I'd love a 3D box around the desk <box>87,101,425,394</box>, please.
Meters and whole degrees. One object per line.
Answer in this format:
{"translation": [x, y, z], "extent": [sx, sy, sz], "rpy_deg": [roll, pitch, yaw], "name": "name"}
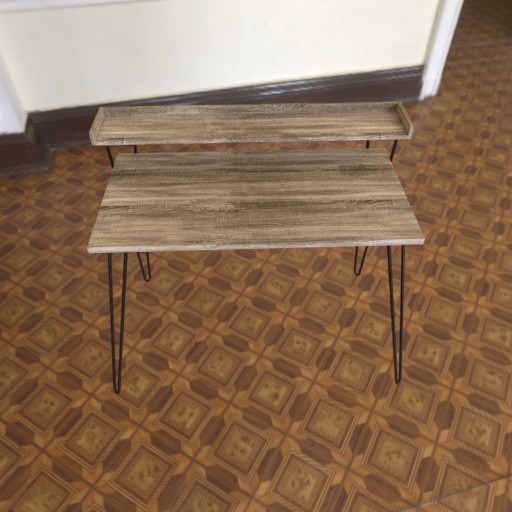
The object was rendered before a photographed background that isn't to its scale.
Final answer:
{"translation": [0.000, 0.000, 1.631], "extent": [1.135, 0.899, 0.605], "rpy_deg": [-2, 46, -1], "name": "desk"}
